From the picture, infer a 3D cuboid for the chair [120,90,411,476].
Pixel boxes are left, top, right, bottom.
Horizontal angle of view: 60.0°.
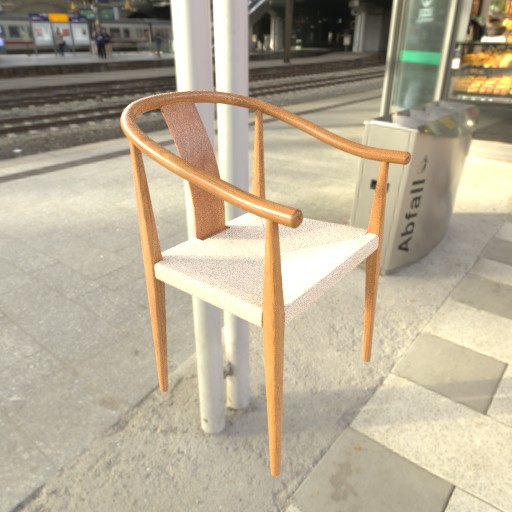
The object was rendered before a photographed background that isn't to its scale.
[{"bbox_3d":[0.000,0.000,1.198,0.579,0.800,0.556,18,32,33],"label":"chair"}]
